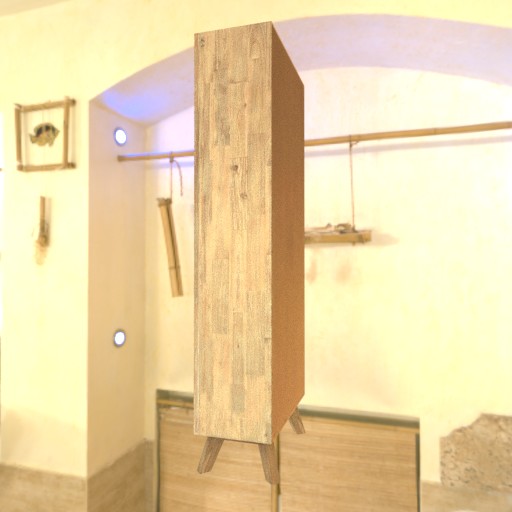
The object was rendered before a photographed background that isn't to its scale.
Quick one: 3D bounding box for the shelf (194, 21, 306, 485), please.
[{"bbox_3d":[0.000,0.000,1.533,0.267,1.342,0.491,0,-1,17],"label":"shelf"}]
